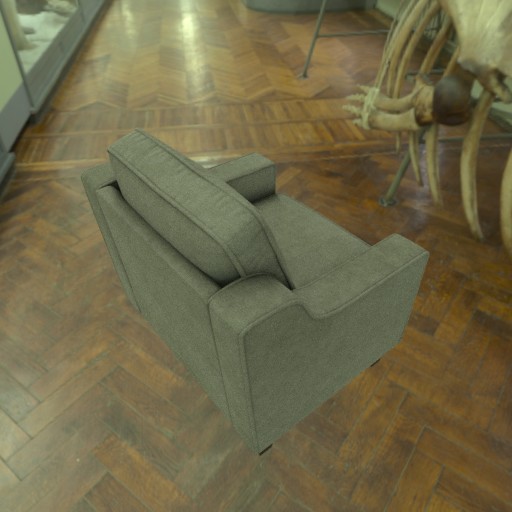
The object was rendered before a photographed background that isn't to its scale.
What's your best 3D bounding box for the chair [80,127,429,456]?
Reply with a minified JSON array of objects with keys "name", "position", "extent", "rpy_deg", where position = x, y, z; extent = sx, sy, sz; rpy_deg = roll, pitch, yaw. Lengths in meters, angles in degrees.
[{"name":"chair","position":[0.000,0.000,1.646],"extent":[0.840,0.944,0.926],"rpy_deg":[-27,47,-29]}]
